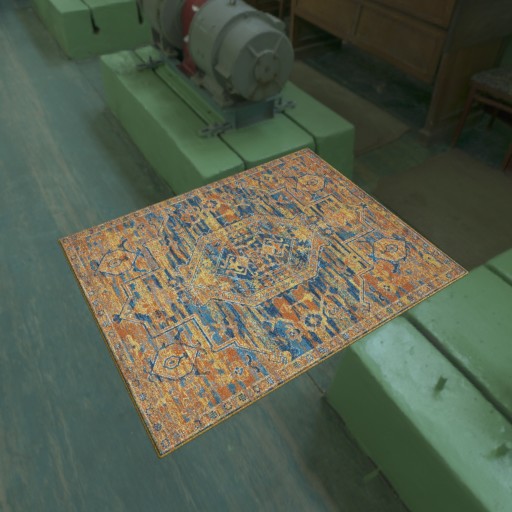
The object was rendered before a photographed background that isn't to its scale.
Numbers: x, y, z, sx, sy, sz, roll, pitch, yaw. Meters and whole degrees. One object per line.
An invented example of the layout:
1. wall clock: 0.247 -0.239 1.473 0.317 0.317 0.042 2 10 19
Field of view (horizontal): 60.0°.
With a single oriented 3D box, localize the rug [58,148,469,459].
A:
1. rug: 0.000 0.000 4.169 3.040 0.031 2.435 -25 51 -22
